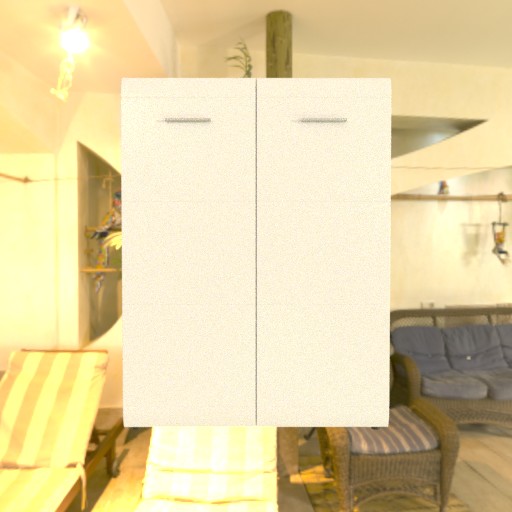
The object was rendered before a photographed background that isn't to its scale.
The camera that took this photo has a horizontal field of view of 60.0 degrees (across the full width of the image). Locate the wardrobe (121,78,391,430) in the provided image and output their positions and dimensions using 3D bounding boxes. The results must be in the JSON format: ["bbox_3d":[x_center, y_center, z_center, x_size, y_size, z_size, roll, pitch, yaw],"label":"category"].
[{"bbox_3d":[0.000,0.000,1.649,0.900,1.200,0.360,0,1,0],"label":"wardrobe"}]
